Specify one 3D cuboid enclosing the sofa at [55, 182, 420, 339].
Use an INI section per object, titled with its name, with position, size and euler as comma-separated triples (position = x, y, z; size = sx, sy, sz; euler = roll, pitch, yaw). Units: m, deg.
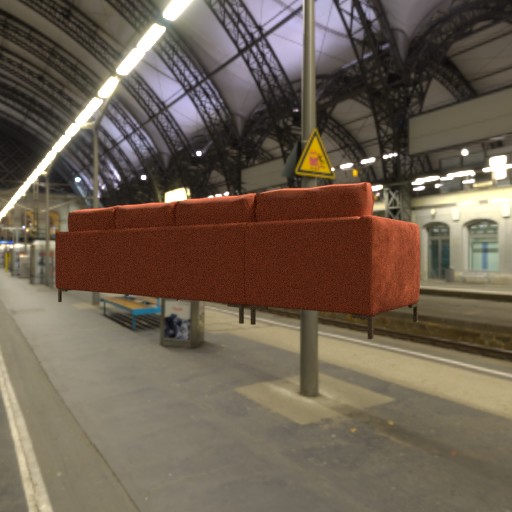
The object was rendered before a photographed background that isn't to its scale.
[sofa]
position = 0.000, 0.000, 3.561
size = 2.736, 0.757, 1.879
euler = 0, 0, 36
